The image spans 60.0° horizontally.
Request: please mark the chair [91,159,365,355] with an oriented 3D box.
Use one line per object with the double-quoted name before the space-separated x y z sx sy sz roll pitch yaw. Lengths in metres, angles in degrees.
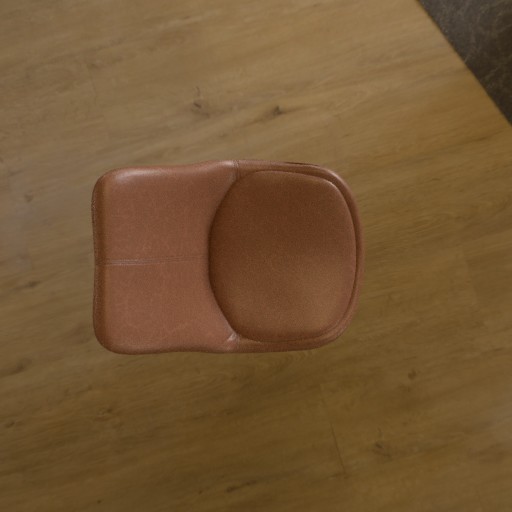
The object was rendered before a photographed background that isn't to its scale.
"chair" 0.000 0.000 1.159 0.550 0.850 0.475 0 91 1
